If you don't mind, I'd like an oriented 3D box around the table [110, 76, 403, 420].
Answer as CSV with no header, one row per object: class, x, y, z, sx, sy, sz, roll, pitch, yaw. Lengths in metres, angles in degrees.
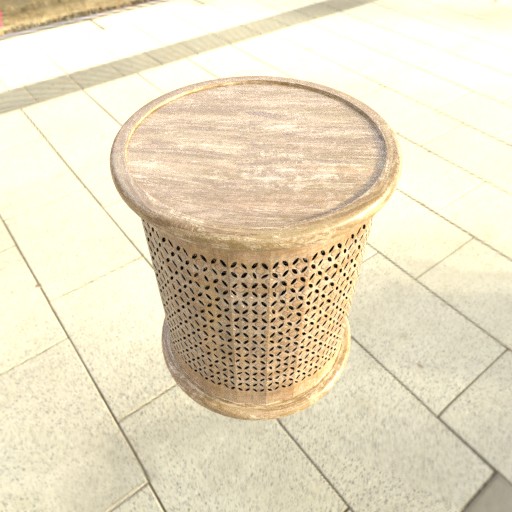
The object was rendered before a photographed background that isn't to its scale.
table,0.000,0.000,0.799,0.407,0.482,0.407,0,47,0
